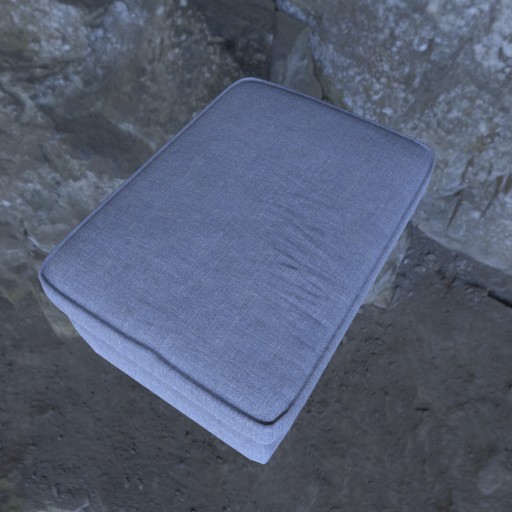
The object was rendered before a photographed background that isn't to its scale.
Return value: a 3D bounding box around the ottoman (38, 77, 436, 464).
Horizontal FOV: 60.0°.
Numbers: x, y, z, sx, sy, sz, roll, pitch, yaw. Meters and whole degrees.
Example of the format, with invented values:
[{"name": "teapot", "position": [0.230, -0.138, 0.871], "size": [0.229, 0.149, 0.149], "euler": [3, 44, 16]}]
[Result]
[{"name": "ottoman", "position": [0.000, 0.000, 1.077], "size": [0.559, 0.457, 0.762], "euler": [28, 61, 17]}]
